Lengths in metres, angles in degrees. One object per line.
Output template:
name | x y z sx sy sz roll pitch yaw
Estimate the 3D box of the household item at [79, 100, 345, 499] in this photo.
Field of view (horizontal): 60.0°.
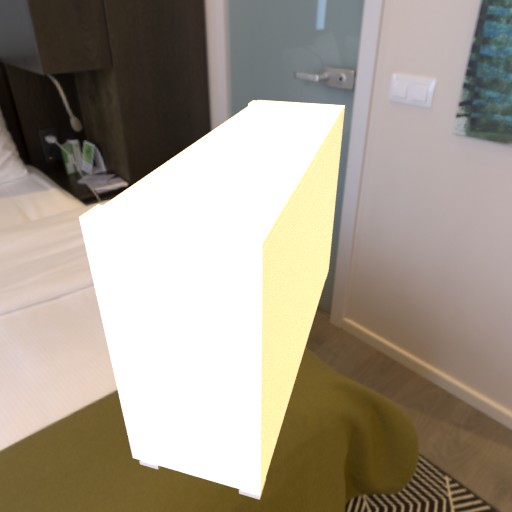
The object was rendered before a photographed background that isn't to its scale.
household item | 0.000 0.000 1.677 0.420 0.867 1.300 9 32 14
